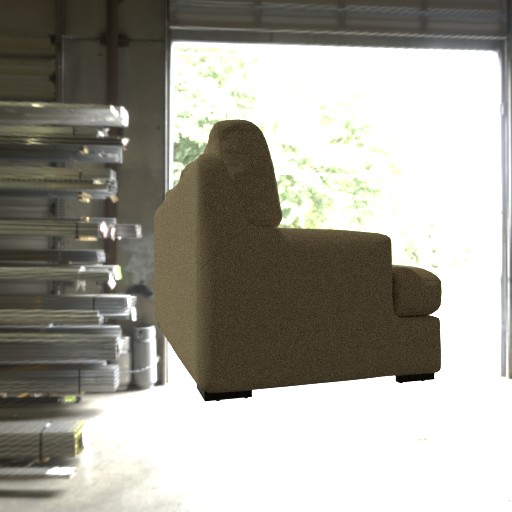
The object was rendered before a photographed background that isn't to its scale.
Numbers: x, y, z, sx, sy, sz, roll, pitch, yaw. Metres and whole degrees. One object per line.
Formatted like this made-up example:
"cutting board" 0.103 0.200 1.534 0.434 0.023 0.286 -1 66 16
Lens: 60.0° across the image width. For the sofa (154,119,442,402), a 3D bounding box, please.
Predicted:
"sofa" 0.000 0.000 2.427 0.962 0.967 1.885 0 0 -17
